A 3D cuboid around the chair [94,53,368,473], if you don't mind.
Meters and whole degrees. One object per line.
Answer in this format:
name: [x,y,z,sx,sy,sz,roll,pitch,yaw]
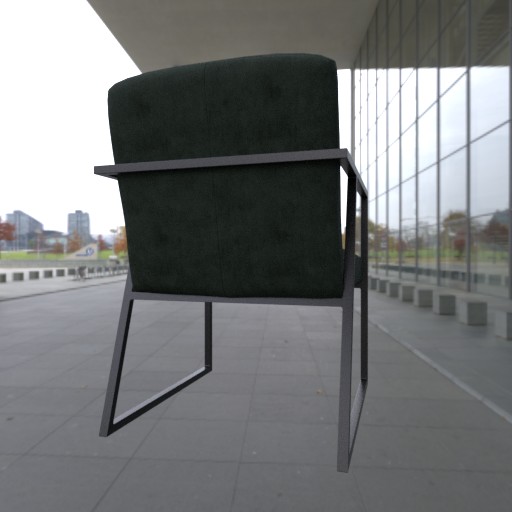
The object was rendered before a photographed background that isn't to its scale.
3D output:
chair: [0.000,0.000,1.233,0.571,0.833,0.677,0,0,18]
